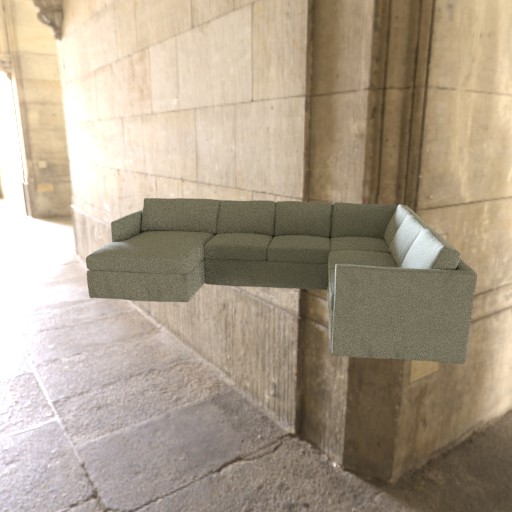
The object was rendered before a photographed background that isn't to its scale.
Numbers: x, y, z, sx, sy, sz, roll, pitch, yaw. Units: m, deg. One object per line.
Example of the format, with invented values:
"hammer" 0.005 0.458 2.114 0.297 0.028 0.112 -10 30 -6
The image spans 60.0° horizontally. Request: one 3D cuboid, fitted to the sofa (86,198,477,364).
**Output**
"sofa" 0.000 0.000 4.485 3.434 0.869 2.440 2 15 8
